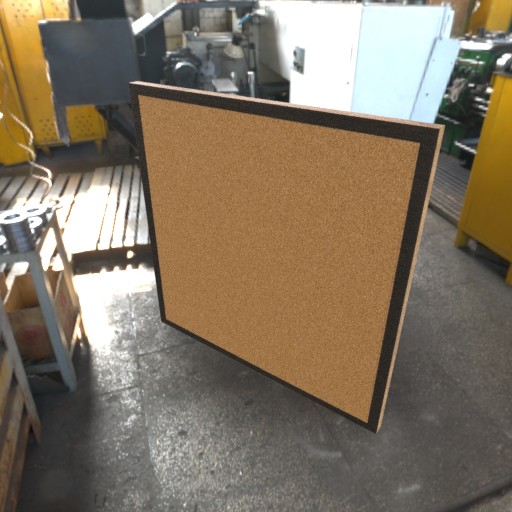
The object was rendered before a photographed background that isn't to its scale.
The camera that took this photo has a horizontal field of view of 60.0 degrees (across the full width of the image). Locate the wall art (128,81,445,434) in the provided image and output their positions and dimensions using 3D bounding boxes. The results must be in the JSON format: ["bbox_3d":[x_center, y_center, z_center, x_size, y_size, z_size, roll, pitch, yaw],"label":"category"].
[{"bbox_3d":[0.000,0.000,1.020,0.695,0.691,0.029,20,36,30],"label":"wall art"}]
